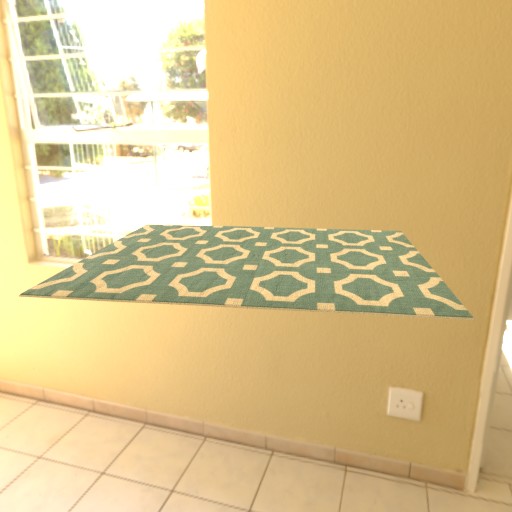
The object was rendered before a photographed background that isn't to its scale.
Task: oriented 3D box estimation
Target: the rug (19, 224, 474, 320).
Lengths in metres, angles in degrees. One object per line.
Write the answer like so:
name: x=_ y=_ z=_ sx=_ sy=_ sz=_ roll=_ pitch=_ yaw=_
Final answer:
rug: x=0.000 y=0.000 z=4.100 sx=3.049 sy=0.021 sz=2.466 roll=2 pitch=16 yaw=7
